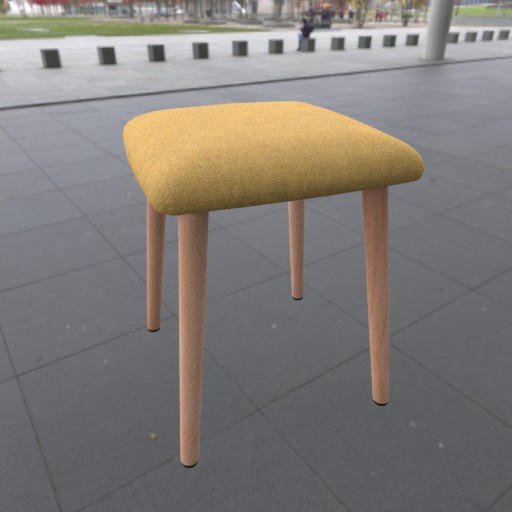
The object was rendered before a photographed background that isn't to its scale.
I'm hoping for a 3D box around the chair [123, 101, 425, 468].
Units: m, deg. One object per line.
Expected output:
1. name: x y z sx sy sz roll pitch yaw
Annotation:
1. chair: 0.000 0.000 0.709 0.350 0.440 0.350 -10 31 -18
